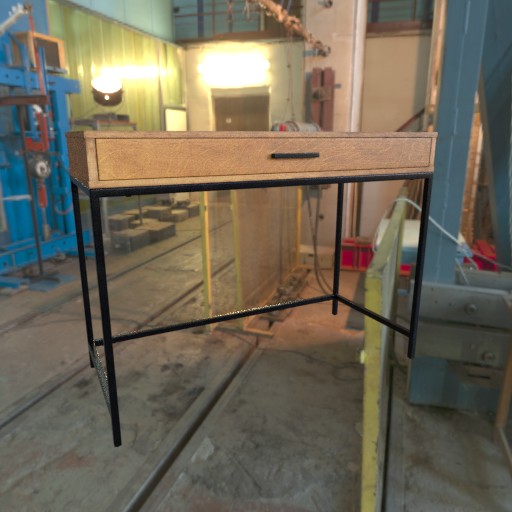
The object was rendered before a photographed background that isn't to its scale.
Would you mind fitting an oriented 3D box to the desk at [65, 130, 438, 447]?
[{"bbox_3d":[0.000,0.000,1.416,1.016,0.762,0.470,-8,17,-26],"label":"desk"}]
